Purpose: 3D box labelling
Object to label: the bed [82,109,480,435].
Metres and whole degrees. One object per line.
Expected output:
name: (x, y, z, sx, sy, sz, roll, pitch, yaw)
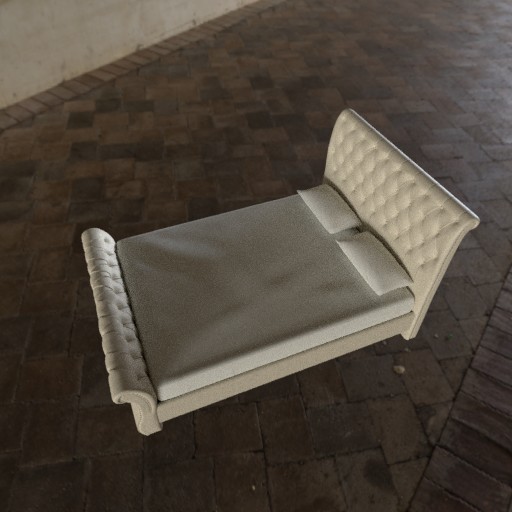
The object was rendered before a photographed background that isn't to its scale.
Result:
bed: (0.000, 0.000, 3.476, 2.493, 1.268, 1.606, -16, 47, -15)
